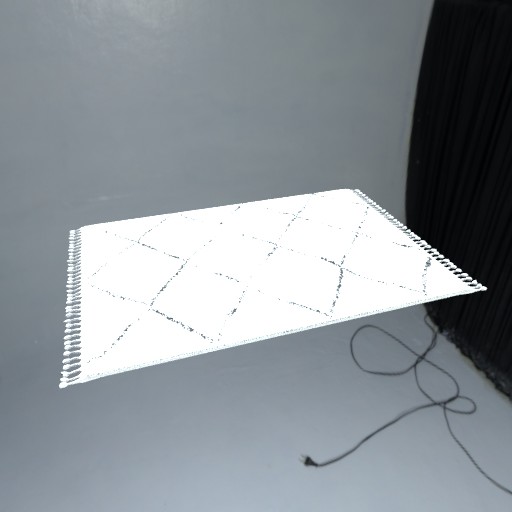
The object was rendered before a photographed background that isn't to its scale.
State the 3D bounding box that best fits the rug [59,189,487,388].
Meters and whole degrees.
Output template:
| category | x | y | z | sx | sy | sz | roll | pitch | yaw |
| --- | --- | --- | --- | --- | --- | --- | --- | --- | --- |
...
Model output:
| category | x | y | z | sx | sy | sz | roll | pitch | yaw |
| --- | --- | --- | --- | --- | --- | --- | --- | --- | --- |
| rug | 0.000 | 0.000 | 2.839 | 2.307 | 0.031 | 1.494 | -10 | 34 | -15 |
